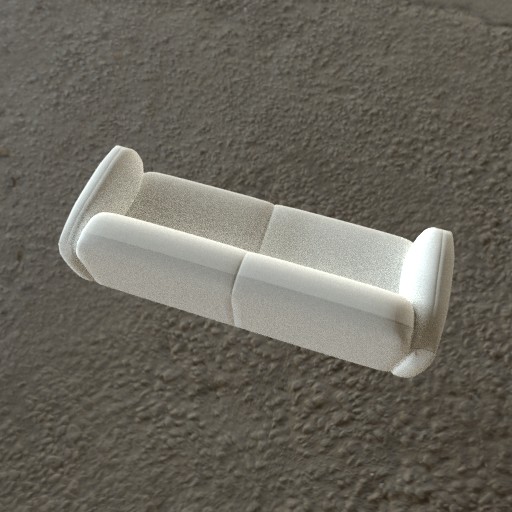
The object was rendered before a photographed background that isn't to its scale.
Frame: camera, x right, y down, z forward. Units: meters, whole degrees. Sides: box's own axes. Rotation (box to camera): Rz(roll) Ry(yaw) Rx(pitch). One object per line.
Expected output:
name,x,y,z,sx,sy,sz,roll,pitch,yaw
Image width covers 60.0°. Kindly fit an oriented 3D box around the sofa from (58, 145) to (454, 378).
sofa,0.000,0.000,2.780,2.280,0.780,0.870,16,64,8
